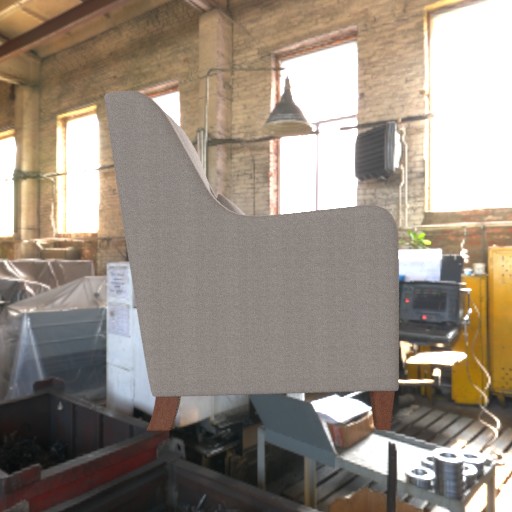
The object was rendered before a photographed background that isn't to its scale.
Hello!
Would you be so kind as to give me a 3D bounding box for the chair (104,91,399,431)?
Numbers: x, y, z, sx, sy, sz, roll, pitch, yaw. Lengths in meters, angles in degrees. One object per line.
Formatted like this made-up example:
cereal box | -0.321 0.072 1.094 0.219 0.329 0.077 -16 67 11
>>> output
chair | 0.000 0.000 1.627 0.890 1.017 0.715 0 0 0
